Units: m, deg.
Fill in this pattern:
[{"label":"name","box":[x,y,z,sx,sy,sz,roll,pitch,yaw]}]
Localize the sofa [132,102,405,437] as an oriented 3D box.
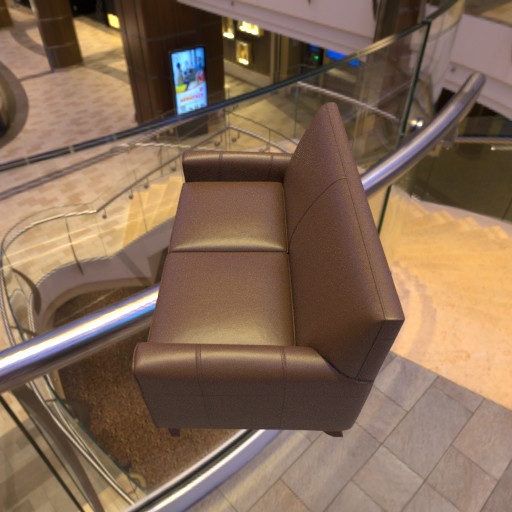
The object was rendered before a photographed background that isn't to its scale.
[{"label":"sofa","box":[0.000,0.000,2.073,0.853,0.859,1.468,0,42,0]}]
